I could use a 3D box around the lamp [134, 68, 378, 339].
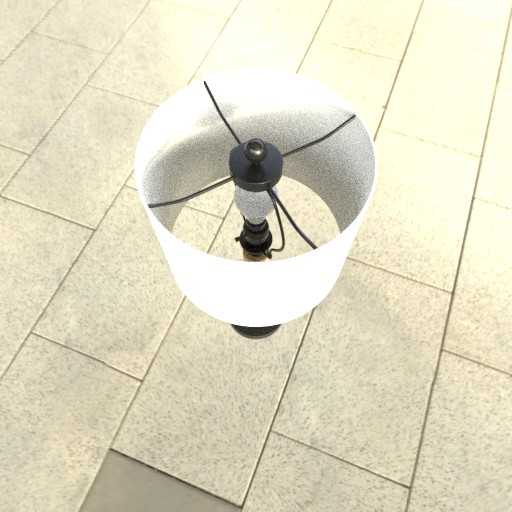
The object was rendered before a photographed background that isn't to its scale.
[{"bbox_3d":[0.000,0.000,0.825,0.305,0.640,0.305,17,66,8],"label":"lamp"}]
